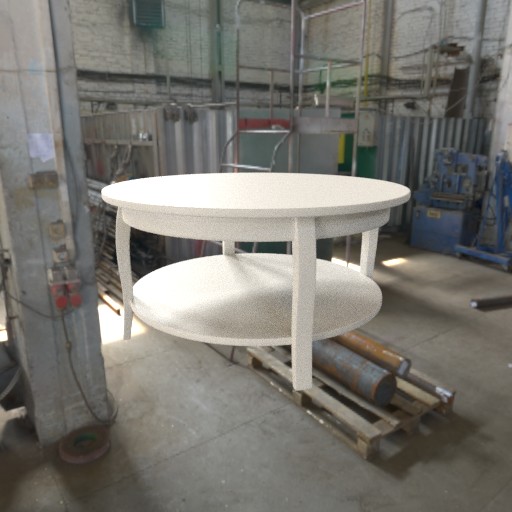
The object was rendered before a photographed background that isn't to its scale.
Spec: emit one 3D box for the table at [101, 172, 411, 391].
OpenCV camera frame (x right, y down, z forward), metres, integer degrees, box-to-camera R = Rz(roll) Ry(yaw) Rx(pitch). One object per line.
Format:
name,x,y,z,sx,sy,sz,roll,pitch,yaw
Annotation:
table,0.000,0.000,1.436,0.910,0.457,0.910,0,15,0
